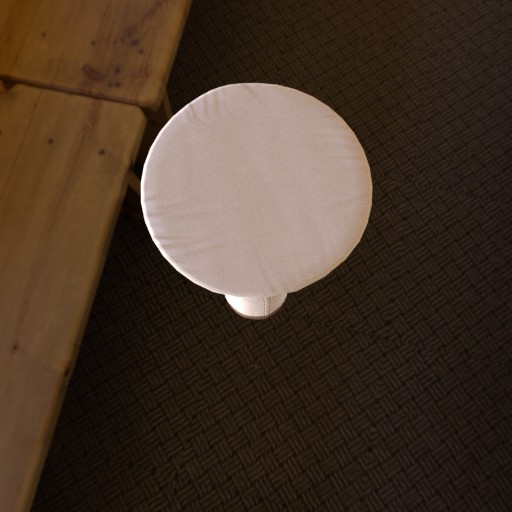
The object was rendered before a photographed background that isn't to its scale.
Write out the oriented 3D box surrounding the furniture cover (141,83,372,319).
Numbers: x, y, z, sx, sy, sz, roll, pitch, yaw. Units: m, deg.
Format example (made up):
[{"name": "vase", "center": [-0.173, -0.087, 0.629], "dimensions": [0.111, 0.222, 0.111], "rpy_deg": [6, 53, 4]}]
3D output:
[{"name": "furniture cover", "center": [0.000, 0.000, 2.913], "dimensions": [0.914, 2.413, 0.914], "rpy_deg": [-19, 77, -5]}]
